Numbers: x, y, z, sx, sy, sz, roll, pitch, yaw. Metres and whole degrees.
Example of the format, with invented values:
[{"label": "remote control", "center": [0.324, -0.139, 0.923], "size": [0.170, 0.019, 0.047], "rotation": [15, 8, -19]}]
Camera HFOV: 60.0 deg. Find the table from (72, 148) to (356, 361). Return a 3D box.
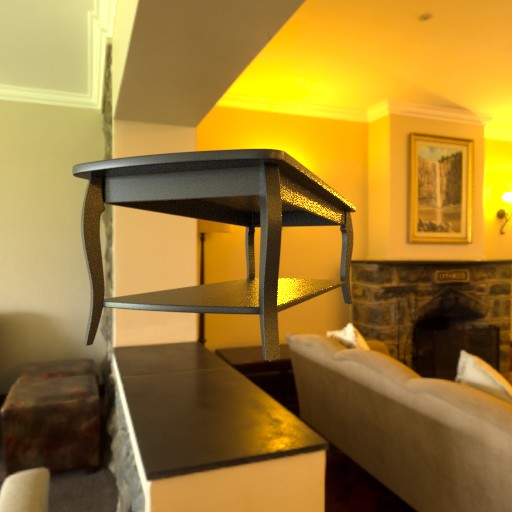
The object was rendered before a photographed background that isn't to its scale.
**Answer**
[{"label": "table", "center": [0.000, 0.000, 1.612], "size": [0.571, 0.457, 1.333], "rotation": [0, 0, 20]}]
